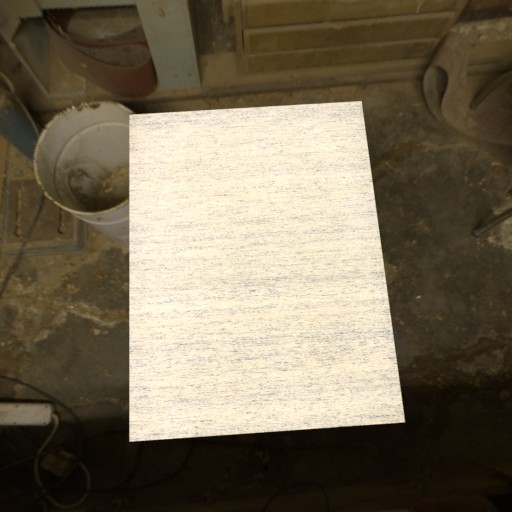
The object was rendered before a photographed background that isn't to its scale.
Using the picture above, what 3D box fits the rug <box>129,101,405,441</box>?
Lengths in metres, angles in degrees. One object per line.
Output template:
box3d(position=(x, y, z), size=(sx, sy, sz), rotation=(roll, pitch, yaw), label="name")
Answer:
box3d(position=(0.000, 0.000, 4.283), size=(2.438, 0.006, 3.197), rotation=(-4, 77, -1), label="rug")
